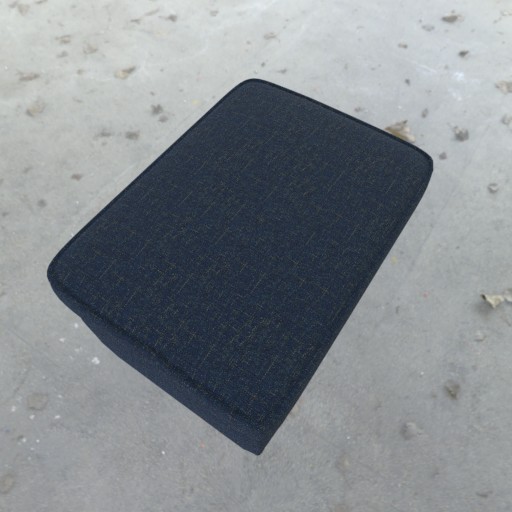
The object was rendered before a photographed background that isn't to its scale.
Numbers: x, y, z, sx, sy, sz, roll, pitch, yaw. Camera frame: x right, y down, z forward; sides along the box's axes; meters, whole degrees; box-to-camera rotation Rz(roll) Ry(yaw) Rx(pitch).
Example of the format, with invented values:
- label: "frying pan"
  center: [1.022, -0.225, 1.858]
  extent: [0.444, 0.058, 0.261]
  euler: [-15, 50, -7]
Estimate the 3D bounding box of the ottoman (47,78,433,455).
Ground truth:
- label: "ottoman"
  center: [0.000, 0.000, 1.093]
  extent: [0.549, 0.450, 0.749]
  euler: [30, 63, 17]
